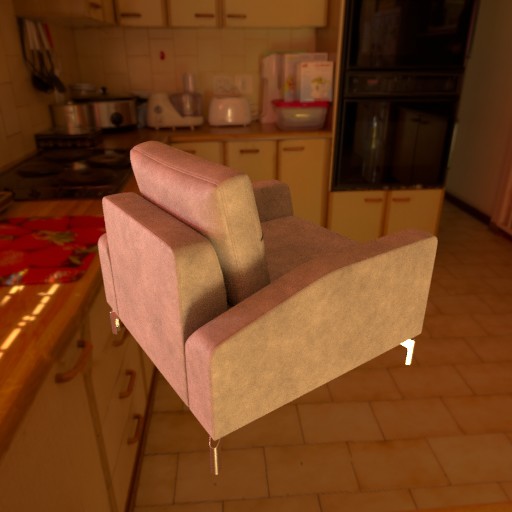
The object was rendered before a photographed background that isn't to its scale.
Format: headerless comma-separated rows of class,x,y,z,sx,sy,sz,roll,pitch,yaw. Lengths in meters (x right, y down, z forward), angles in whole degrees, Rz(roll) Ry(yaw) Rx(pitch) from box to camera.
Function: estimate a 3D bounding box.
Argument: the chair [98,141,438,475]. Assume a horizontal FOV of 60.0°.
chair,0.000,0.000,1.626,0.900,0.800,0.900,-16,29,-31
